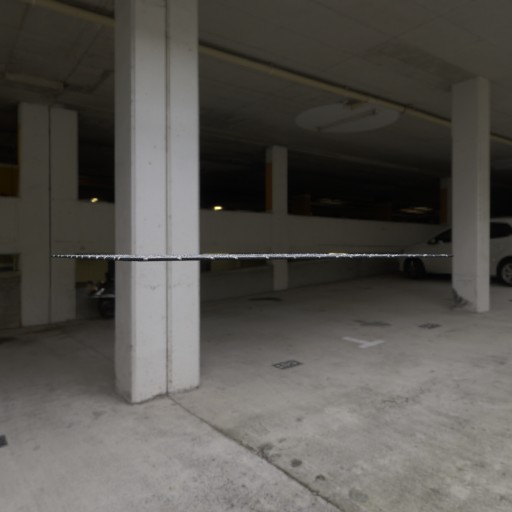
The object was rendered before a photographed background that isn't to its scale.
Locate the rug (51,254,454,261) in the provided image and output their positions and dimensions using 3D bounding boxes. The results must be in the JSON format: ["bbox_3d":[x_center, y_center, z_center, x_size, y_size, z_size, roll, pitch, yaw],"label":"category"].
[{"bbox_3d":[0.000,0.000,2.405,1.830,0.013,1.223,0,1,-36],"label":"rug"}]
